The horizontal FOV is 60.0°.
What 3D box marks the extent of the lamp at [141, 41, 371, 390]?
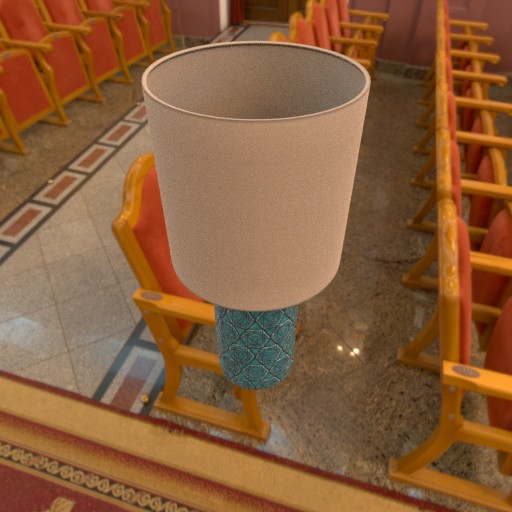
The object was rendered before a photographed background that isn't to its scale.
[{"bbox_3d":[0.000,0.000,0.743,0.278,0.597,0.278,12,42,13],"label":"lamp"}]
